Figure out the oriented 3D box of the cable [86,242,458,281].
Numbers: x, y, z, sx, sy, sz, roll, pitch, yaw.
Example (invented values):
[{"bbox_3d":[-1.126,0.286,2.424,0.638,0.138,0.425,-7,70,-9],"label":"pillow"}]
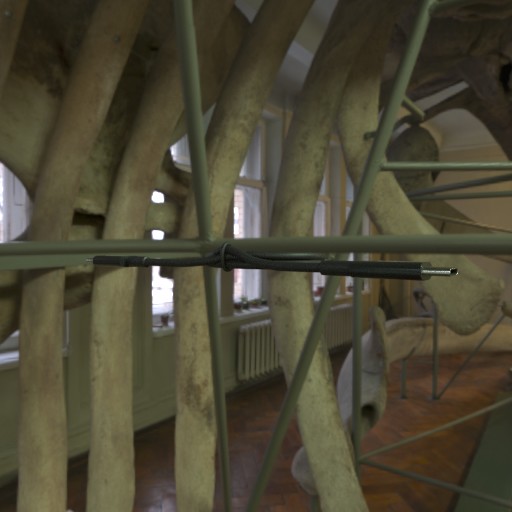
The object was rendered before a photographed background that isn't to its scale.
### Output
[{"bbox_3d":[0.000,0.000,0.229,0.203,0.014,0.070,1,2,36],"label":"cable"}]
